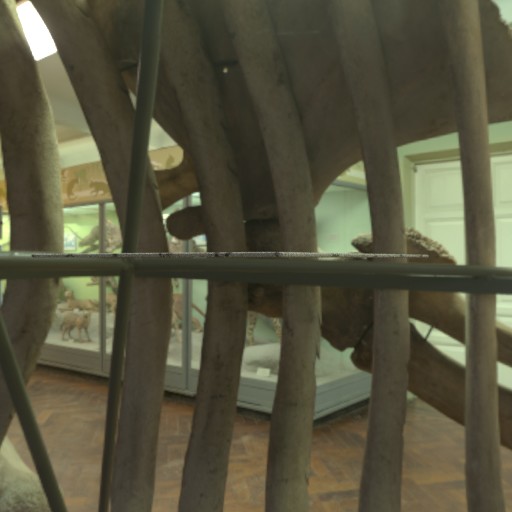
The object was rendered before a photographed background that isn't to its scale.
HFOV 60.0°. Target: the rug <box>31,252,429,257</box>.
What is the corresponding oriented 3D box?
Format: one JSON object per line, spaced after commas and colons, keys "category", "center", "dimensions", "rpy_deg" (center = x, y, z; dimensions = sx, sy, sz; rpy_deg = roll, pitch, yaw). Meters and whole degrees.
{"category": "rug", "center": [0.000, 0.000, 4.219], "dimensions": [2.438, 0.029, 3.047], "rpy_deg": [0, 0, 35]}
